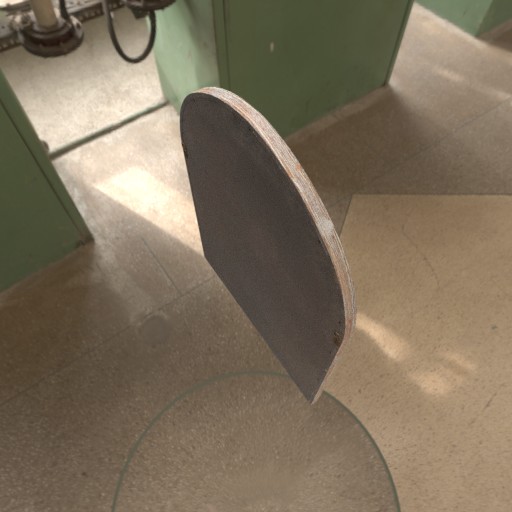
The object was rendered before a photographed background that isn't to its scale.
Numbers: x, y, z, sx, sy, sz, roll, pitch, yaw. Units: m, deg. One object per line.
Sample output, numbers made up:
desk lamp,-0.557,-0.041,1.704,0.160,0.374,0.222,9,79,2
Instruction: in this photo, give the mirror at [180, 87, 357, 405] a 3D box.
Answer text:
mirror,0.000,0.000,1.155,0.032,0.920,0.660,-30,64,-16
